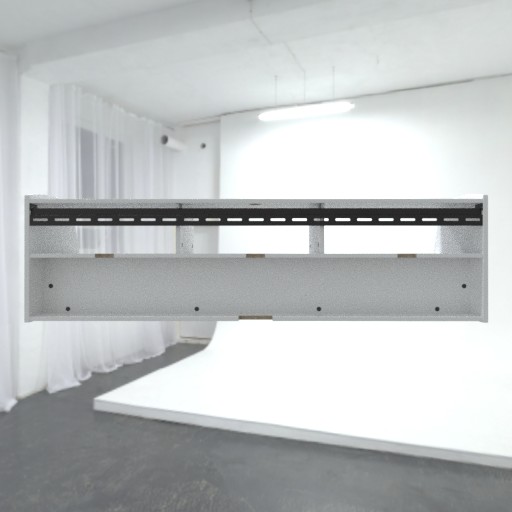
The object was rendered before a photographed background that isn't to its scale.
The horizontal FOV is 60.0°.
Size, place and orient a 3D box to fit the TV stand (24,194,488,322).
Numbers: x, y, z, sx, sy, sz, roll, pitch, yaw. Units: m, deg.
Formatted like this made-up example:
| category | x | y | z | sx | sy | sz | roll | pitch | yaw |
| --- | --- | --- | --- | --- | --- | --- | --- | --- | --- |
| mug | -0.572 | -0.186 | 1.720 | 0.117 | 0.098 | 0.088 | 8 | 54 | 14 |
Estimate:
| category | x | y | z | sx | sy | sz | roll | pitch | yaw |
| --- | --- | --- | --- | --- | --- | --- | --- | --- | --- |
| TV stand | 0.000 | 0.000 | 1.605 | 1.473 | 0.424 | 0.397 | 0 | 0 | 0 |
